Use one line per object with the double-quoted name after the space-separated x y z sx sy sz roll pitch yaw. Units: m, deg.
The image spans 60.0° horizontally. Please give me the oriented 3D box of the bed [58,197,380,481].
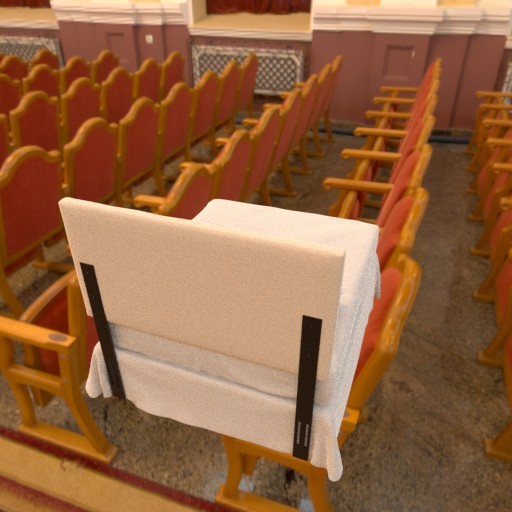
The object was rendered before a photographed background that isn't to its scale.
0.000 0.000 3.466 1.936 1.577 2.222 11 34 17 "bed"
